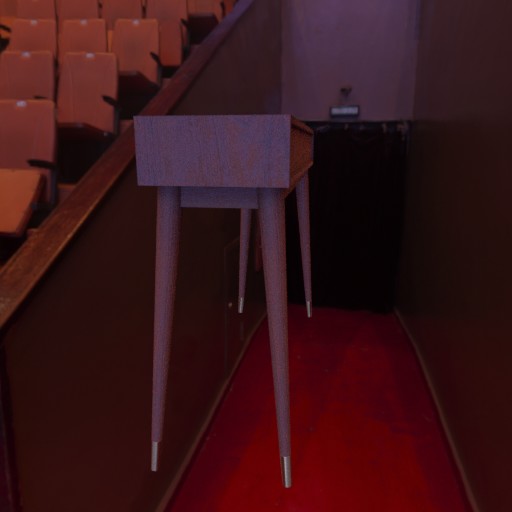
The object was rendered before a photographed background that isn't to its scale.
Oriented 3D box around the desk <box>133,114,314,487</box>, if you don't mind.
[{"bbox_3d":[0.000,0.000,1.631,0.384,0.917,1.204,2,14,9],"label":"desk"}]
